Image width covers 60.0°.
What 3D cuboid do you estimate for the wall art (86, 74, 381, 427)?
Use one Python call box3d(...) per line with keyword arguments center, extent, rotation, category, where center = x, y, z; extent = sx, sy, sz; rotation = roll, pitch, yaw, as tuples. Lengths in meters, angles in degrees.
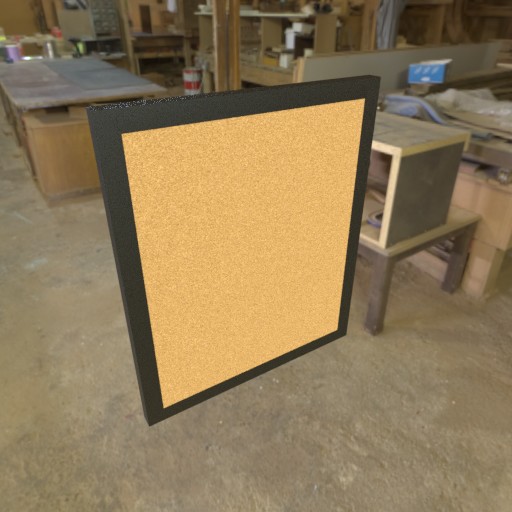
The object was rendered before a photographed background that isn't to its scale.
box3d(center=(0.000, 0.000, 0.712), extent=(0.432, 0.508, 0.025), rotation=(-18, 35, -27), category="wall art")
